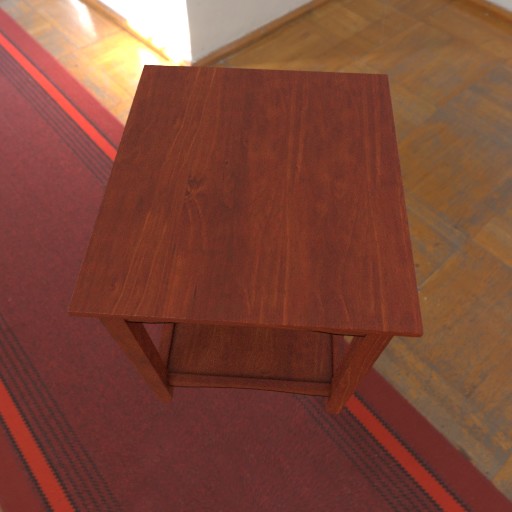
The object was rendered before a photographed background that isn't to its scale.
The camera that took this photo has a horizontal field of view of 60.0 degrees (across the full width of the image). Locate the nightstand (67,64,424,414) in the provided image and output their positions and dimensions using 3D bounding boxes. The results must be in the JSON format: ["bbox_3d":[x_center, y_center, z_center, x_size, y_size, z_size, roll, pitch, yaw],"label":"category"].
[{"bbox_3d":[0.000,0.000,1.000,0.501,0.558,0.558,3,59,2],"label":"nightstand"}]
